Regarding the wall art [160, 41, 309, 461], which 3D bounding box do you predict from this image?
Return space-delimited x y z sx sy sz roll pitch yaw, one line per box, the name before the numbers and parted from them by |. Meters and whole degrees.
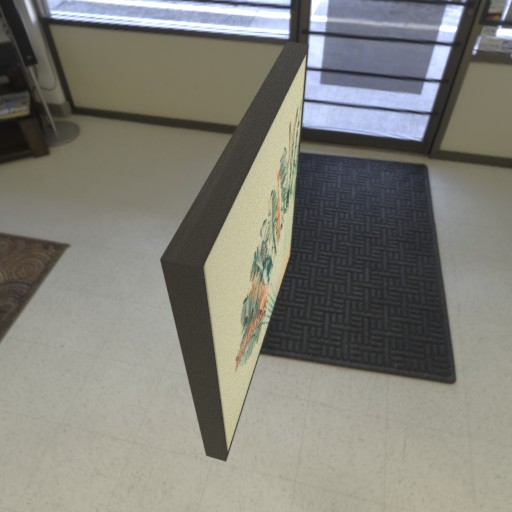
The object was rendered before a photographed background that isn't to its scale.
wall art | 0.000 0.000 0.750 0.037 0.507 0.509 12 48 11
